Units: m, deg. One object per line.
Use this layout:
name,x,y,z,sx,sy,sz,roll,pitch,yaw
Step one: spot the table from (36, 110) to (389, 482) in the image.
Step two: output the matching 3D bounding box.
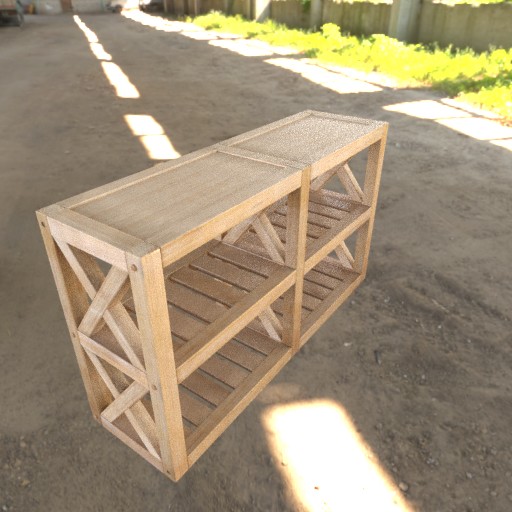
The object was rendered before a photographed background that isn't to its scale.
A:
table,0.000,0.000,1.632,0.381,0.762,1.320,21,37,30
